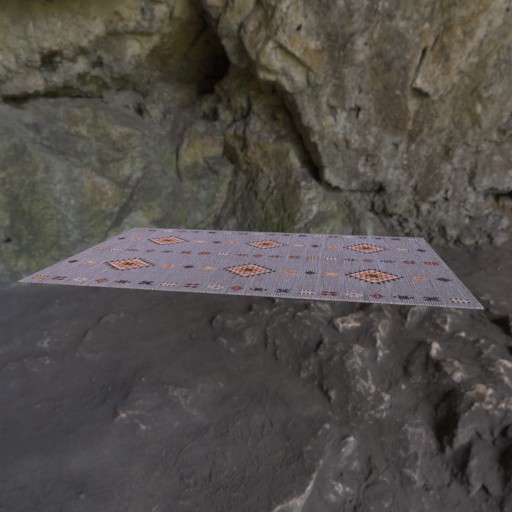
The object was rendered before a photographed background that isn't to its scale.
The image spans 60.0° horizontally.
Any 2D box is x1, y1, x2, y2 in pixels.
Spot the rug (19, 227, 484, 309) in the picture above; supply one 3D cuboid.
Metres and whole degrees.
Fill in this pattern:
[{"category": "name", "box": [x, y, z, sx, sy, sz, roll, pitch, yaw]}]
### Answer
[{"category": "rug", "box": [0.000, 0.000, 2.992, 2.427, 0.007, 1.515, 3, 15, 9]}]
